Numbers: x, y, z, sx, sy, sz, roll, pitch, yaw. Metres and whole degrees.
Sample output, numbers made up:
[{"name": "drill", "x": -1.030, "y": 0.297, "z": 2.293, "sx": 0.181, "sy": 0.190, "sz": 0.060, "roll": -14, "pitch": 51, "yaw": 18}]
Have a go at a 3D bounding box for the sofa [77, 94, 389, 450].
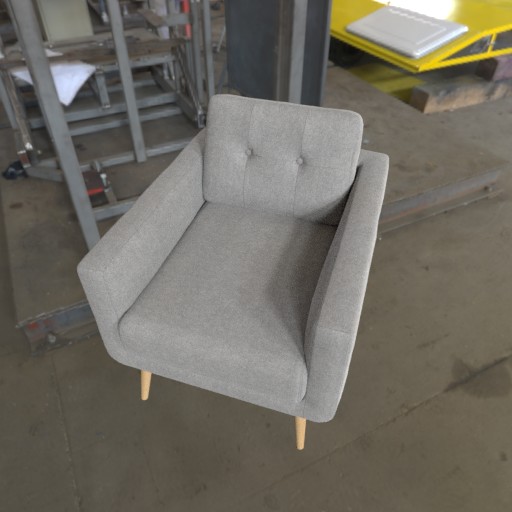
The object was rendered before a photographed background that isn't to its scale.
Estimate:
[{"name": "sofa", "x": 0.000, "y": 0.000, "z": 1.547, "sx": 0.770, "sy": 0.860, "sz": 0.920, "roll": 12, "pitch": 43, "yaw": 13}]
